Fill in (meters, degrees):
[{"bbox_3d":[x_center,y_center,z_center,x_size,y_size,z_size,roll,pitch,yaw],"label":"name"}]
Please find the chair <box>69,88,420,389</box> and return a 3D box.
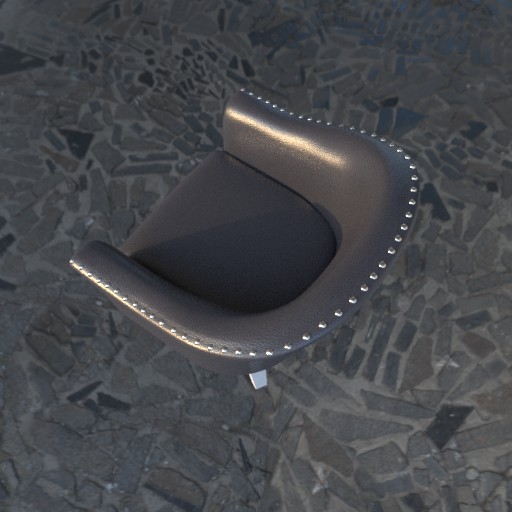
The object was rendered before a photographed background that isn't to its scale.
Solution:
[{"bbox_3d":[0.000,0.000,1.426,0.748,0.823,0.794,33,68,15],"label":"chair"}]
